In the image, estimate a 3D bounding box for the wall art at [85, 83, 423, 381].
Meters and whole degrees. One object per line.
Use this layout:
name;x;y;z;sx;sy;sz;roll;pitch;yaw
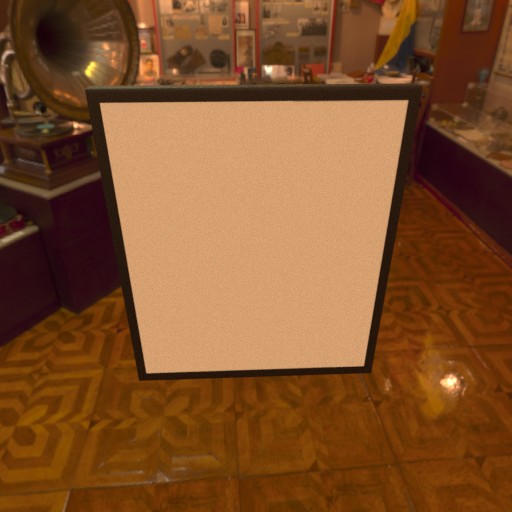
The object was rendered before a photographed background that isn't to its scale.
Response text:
wall art;0.000;0.000;0.701;0.430;0.509;0.021;-1;30;-2
